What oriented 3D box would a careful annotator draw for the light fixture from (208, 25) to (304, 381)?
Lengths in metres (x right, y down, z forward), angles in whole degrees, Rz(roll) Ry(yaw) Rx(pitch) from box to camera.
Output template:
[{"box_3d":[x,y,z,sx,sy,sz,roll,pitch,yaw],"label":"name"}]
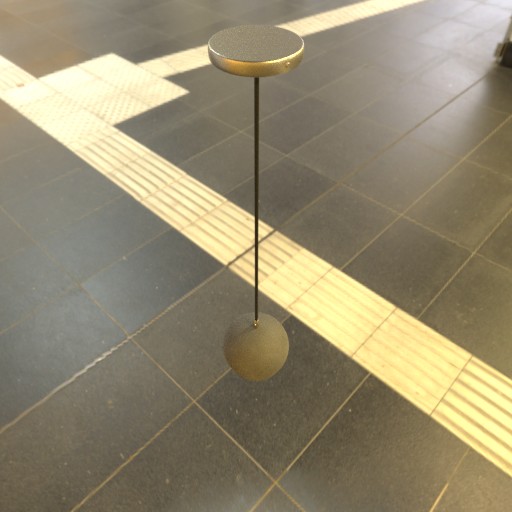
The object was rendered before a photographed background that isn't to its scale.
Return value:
[{"box_3d":[0.000,0.000,0.819,0.153,0.760,0.153,18,49,17],"label":"light fixture"}]
